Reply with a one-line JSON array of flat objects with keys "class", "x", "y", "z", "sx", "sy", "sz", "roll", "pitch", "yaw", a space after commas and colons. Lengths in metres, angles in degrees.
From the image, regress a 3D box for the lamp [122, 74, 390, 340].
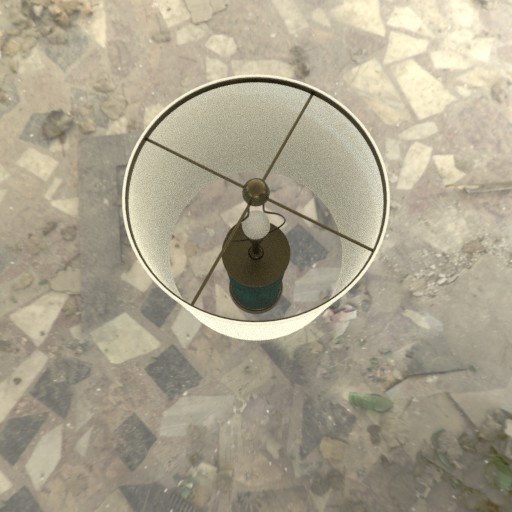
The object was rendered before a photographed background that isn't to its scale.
[{"class": "lamp", "x": 0.000, "y": 0.000, "z": 0.790, "sx": 0.301, "sy": 0.630, "sz": 0.301, "roll": -17, "pitch": 76, "yaw": -4}]
